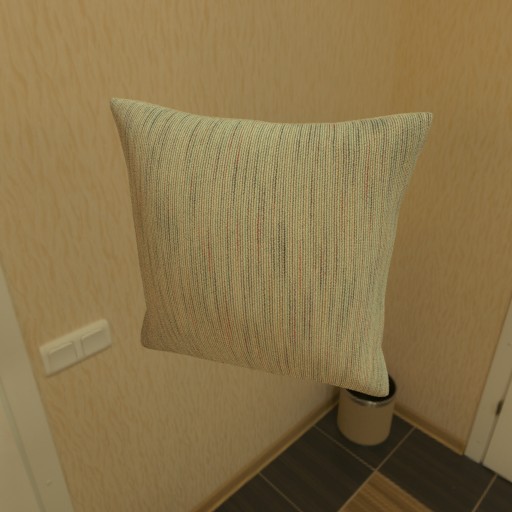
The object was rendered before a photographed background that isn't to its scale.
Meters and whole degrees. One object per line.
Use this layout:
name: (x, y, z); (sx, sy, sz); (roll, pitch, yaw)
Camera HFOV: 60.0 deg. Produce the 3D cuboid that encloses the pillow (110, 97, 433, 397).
pillow: (0.000, 0.000, 0.775); (0.512, 0.506, 0.178); (8, 28, 15)
